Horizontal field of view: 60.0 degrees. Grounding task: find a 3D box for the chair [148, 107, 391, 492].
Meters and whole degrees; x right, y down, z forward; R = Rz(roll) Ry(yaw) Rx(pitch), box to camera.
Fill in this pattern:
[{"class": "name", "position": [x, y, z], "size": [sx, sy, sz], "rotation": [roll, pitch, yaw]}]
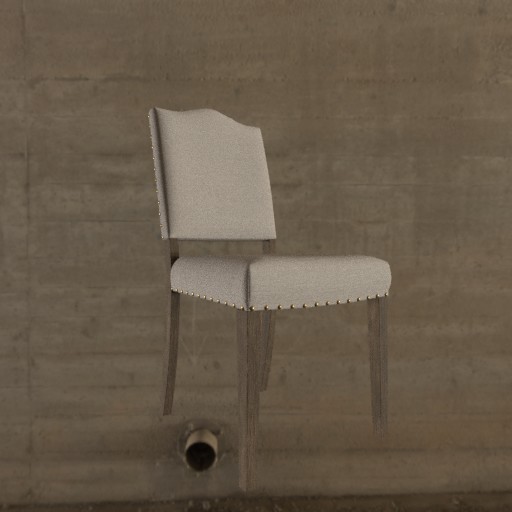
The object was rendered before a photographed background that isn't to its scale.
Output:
[{"class": "chair", "position": [0.000, 0.000, 1.348], "size": [0.508, 1.020, 0.620], "rotation": [-1, 2, -37]}]
